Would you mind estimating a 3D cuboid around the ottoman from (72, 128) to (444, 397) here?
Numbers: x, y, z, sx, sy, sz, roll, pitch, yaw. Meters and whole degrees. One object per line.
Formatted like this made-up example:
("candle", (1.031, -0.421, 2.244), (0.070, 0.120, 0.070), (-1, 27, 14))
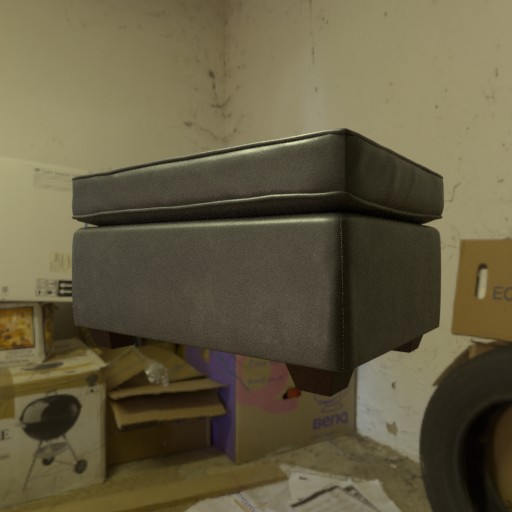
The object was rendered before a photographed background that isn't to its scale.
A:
("ottoman", (0.000, 0.000, 1.077), (0.756, 0.445, 0.554), (0, 1, 37))
